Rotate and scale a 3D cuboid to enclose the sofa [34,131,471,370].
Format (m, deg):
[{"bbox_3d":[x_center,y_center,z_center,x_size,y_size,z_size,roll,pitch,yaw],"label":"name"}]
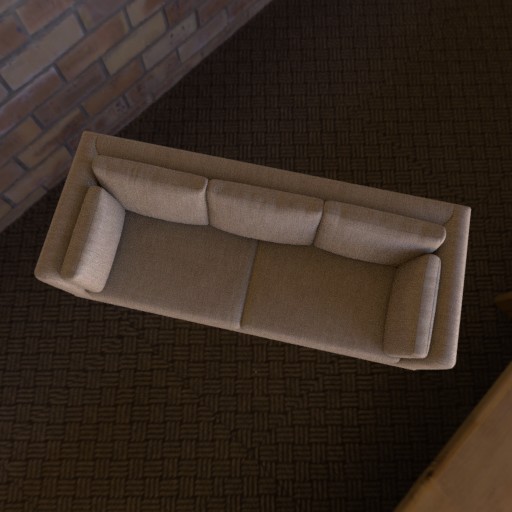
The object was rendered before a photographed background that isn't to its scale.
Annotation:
[{"bbox_3d":[0.000,0.000,2.881,2.415,0.867,0.969,12,76,3],"label":"sofa"}]
